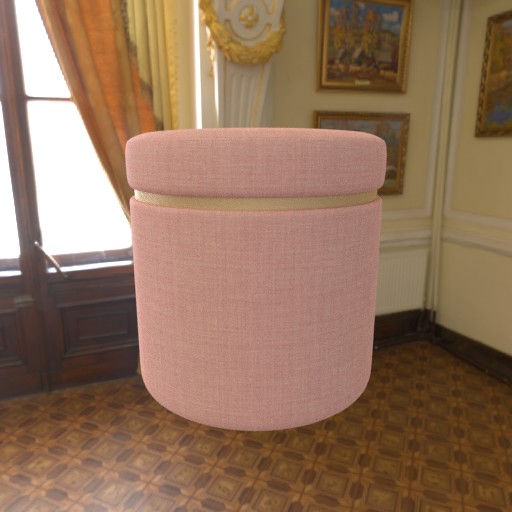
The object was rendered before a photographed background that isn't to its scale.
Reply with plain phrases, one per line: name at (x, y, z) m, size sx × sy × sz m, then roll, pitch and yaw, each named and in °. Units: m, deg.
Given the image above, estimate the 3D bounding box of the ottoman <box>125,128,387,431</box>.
ottoman at (0.000, 0.000, 0.744) m, size 0.400 × 0.406 × 0.400 m, roll 0°, pitch 14°, yaw 0°
